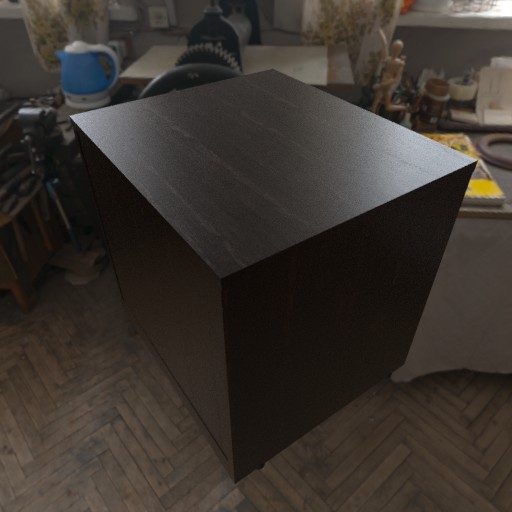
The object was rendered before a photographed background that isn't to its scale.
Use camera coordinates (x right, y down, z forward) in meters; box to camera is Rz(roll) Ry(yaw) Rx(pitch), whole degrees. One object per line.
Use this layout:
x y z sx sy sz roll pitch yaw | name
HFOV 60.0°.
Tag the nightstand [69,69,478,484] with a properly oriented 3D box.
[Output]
0.000 0.000 0.844 0.427 0.487 0.489 -24 46 -26 | nightstand
